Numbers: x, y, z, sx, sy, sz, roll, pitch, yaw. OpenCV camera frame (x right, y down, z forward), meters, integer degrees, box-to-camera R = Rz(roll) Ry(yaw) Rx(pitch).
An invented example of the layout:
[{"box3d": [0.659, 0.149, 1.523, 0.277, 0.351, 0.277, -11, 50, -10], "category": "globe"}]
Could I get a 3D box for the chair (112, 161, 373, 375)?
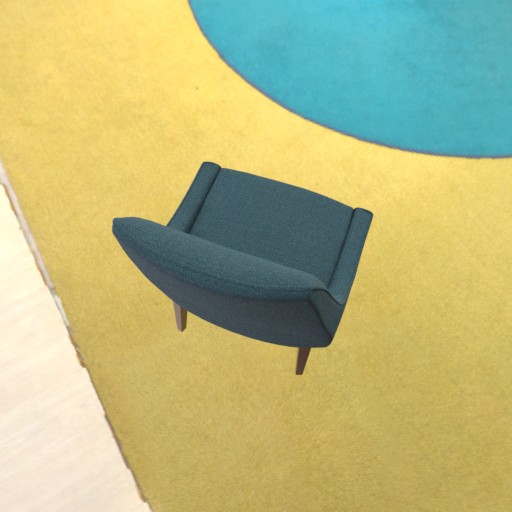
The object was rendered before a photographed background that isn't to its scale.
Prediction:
[{"box3d": [0.000, 0.000, 1.181, 0.529, 0.861, 0.544, 19, 65, 9], "category": "chair"}]
